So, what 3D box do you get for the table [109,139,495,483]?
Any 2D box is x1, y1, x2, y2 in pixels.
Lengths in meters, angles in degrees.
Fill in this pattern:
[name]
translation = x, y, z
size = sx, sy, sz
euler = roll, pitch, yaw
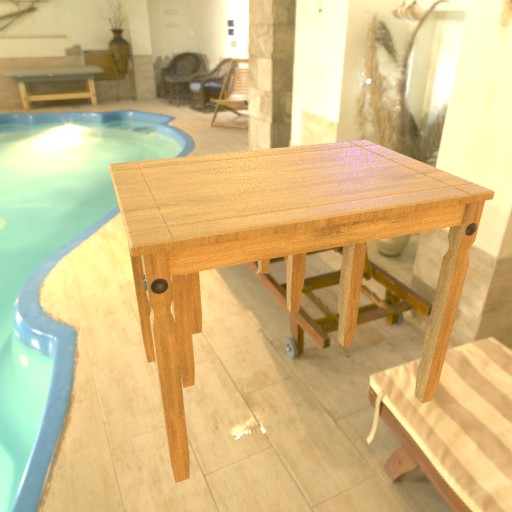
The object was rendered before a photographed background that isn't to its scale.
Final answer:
[table]
translation = 0.000, 0.000, 1.165
size = 0.660, 0.535, 0.773
euler = -10, 29, -18
